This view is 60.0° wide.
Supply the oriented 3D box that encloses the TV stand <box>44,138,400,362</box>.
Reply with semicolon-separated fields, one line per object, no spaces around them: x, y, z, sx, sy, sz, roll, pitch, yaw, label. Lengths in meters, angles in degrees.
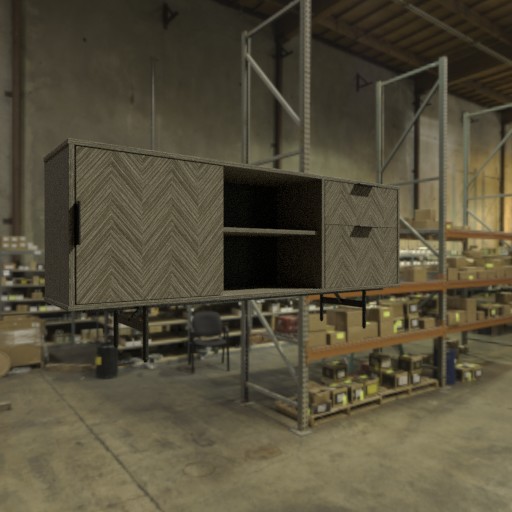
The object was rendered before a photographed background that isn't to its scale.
0.000;0.000;2.140;1.804;0.787;0.405;0;0;-37;TV stand
